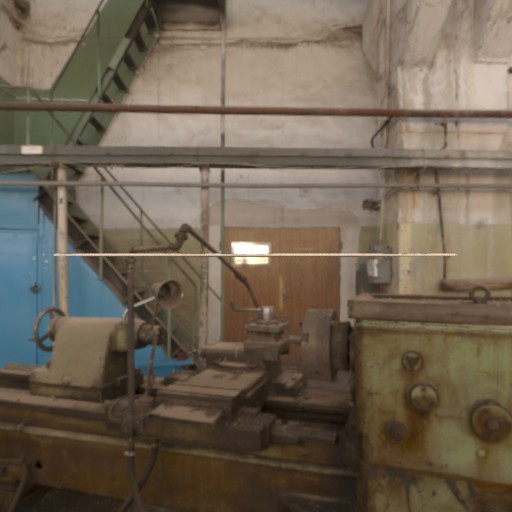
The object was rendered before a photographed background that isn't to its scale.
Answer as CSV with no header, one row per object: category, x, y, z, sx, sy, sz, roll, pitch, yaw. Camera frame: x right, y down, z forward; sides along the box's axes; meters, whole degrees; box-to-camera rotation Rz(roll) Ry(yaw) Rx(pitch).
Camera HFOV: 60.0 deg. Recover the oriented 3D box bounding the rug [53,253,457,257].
rug,0.000,0.000,4.156,2.423,0.014,3.040,0,0,0
